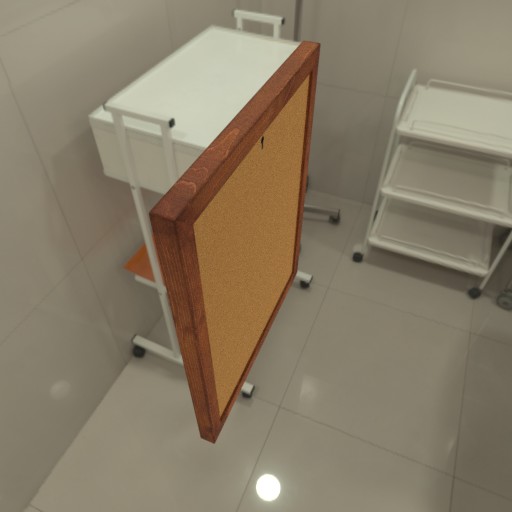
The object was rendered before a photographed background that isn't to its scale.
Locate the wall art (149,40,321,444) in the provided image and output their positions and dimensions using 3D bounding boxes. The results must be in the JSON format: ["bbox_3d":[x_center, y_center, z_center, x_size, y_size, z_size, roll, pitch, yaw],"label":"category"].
[{"bbox_3d":[0.000,0.000,0.771,0.030,0.558,0.462,17,49,16],"label":"wall art"}]
